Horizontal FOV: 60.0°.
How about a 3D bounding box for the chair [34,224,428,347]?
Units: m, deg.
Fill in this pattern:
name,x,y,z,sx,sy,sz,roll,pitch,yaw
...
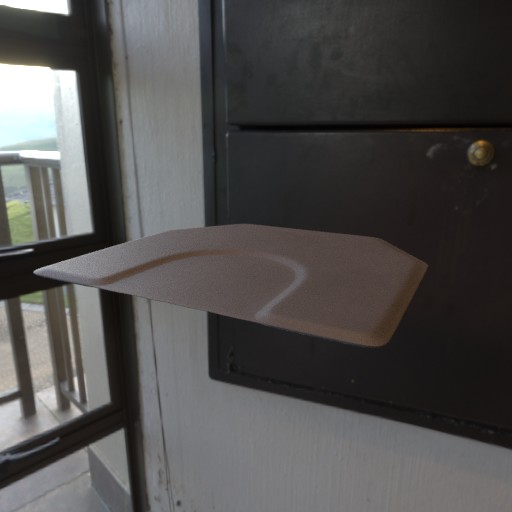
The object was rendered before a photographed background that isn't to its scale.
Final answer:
name,x,y,z,sx,sy,sz,roll,pitch,yaw
chair,0.000,0.000,1.933,1.372,0.024,1.219,8,18,27
